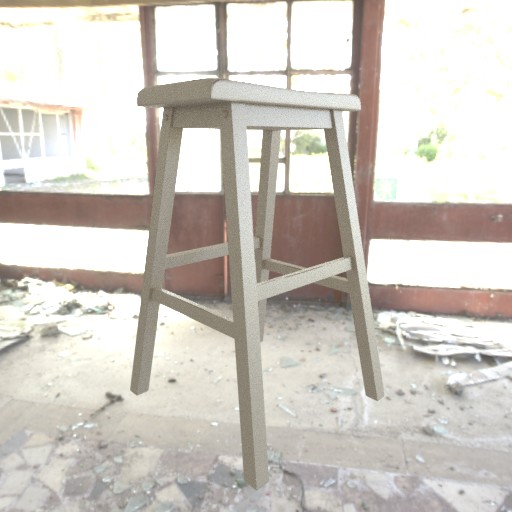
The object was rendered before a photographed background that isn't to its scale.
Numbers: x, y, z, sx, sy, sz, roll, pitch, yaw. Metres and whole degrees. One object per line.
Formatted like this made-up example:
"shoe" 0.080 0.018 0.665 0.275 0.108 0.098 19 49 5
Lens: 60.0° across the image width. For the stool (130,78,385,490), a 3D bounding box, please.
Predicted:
"stool" 0.000 0.000 1.055 0.457 0.737 0.476 -14 20 -42
